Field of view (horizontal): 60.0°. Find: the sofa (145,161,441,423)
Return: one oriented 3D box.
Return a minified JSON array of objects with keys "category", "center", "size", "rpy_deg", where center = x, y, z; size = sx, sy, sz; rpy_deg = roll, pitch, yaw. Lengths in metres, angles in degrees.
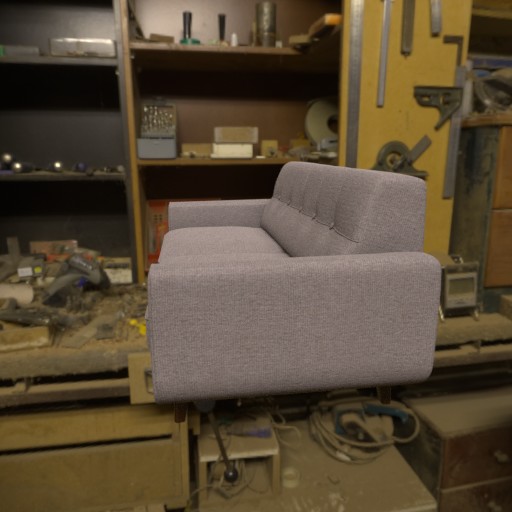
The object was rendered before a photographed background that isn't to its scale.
[{"category":"sofa","center":[0.000,0.000,2.085],"size":[0.909,0.841,1.631],"rpy_deg":[-2,14,-8]}]
